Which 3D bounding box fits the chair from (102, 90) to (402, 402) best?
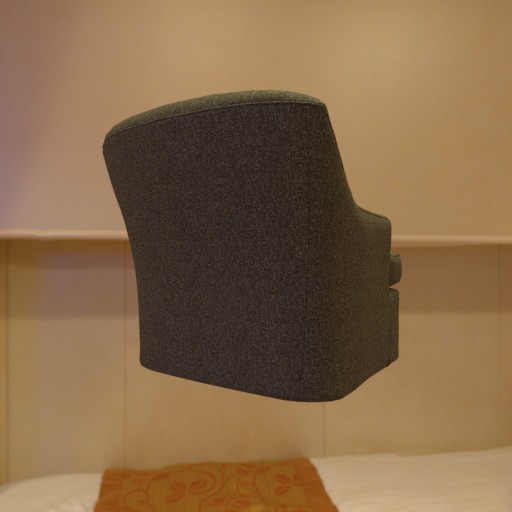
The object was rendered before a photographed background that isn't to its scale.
[{"bbox_3d":[0.000,0.000,1.585,0.864,0.856,0.923,0,1,35],"label":"chair"}]
